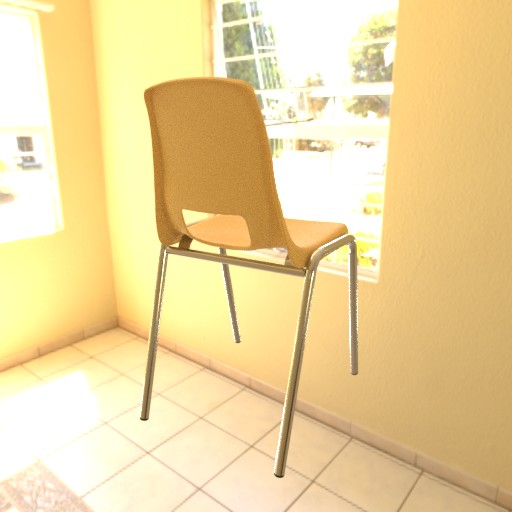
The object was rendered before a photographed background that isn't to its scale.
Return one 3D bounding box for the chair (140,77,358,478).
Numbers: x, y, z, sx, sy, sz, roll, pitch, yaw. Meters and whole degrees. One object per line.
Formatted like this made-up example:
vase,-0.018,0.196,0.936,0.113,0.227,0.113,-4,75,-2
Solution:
chair,0.000,0.000,0.982,0.381,0.704,0.436,9,19,28
